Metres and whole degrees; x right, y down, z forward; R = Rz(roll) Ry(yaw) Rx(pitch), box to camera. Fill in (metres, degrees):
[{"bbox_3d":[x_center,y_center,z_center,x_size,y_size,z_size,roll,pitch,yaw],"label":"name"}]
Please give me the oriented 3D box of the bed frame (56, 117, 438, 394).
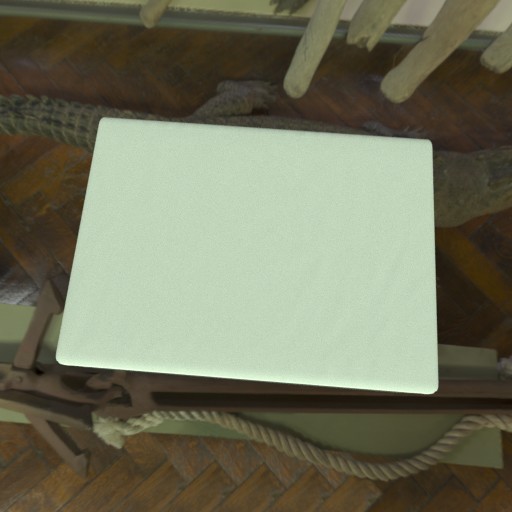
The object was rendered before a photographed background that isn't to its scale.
[{"bbox_3d":[0.000,0.000,2.588,1.900,0.561,1.400,4,75,1],"label":"bed frame"}]
